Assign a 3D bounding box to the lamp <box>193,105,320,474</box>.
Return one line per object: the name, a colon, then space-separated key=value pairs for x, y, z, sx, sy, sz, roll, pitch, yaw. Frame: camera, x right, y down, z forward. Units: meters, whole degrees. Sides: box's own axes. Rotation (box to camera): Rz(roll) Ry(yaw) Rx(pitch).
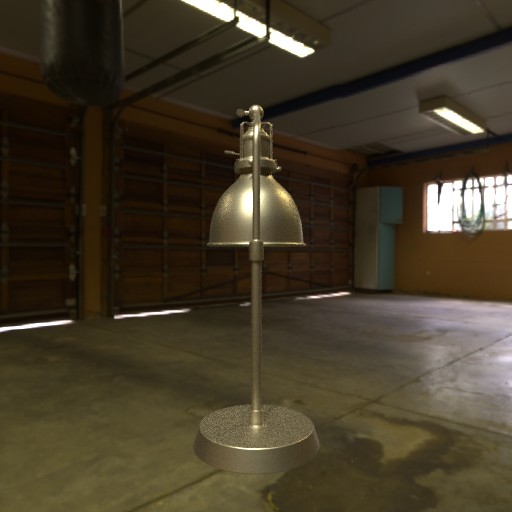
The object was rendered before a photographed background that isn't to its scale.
lamp: x=0.000 y=0.000 z=0.606 sx=0.153 sy=0.456 sz=0.286 roll=0 pitch=0 yaw=0
